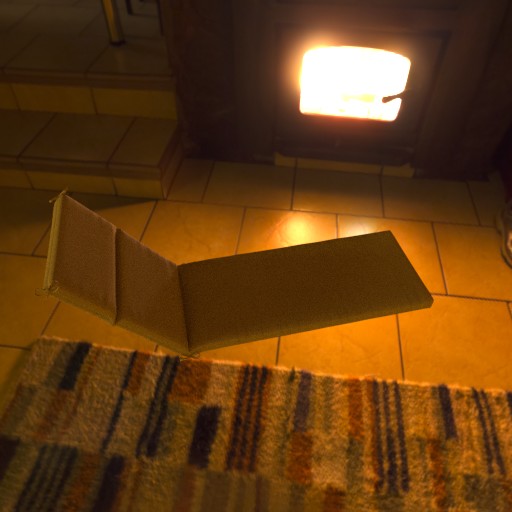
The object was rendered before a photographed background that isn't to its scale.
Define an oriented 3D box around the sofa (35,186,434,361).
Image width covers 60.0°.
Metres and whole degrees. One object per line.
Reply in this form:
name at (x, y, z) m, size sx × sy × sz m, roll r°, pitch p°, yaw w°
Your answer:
sofa at (0.000, 0.000, 2.006) m, size 1.663 × 0.622 × 0.582 m, roll -9°, pitch 47°, yaw -9°
